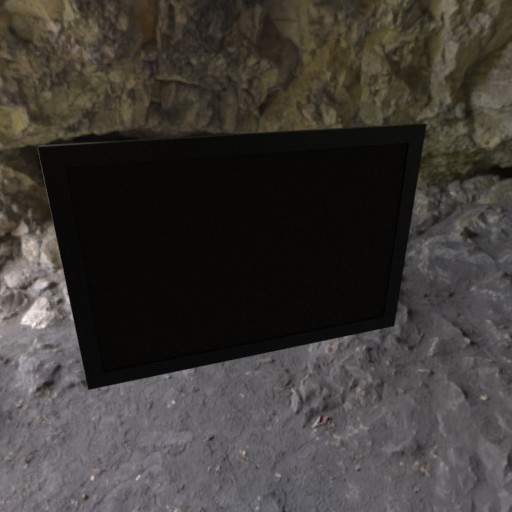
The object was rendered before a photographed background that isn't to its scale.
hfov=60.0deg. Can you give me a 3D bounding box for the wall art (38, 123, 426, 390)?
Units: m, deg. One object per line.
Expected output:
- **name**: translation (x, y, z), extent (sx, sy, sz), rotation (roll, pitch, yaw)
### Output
- **wall art**: translation (0.000, 0.000, 0.826), extent (0.660, 0.447, 0.013), rotation (-8, 26, -17)
